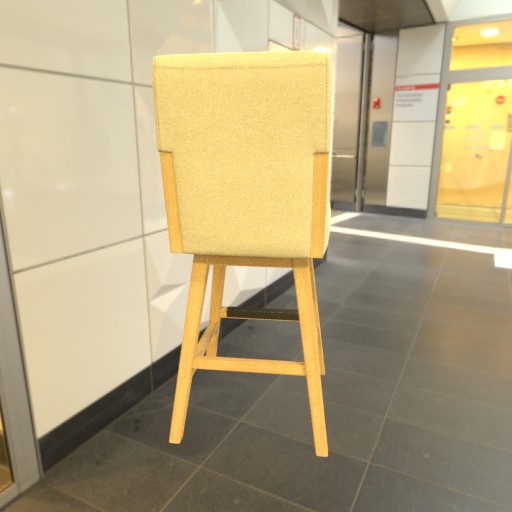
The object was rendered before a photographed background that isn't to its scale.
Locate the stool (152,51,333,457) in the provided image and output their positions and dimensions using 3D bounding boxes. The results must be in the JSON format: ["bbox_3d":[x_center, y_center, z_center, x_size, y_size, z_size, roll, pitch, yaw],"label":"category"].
[{"bbox_3d":[0.000,0.000,1.292,0.446,1.015,0.543,2,15,7],"label":"stool"}]
